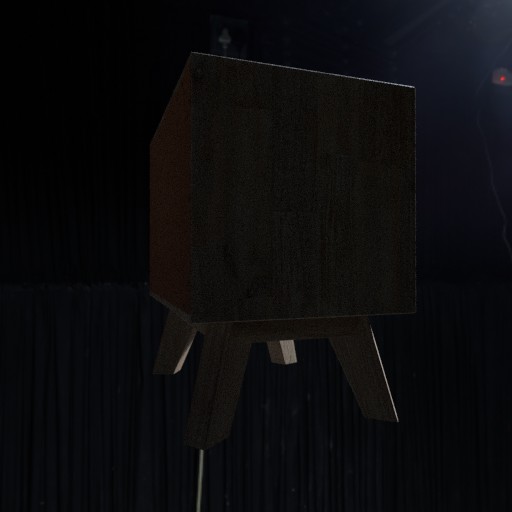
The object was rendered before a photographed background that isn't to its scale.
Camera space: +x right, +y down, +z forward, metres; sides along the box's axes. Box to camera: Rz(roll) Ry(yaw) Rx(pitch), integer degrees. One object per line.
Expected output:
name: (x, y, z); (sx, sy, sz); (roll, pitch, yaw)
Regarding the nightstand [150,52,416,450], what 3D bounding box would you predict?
nightstand: (0.000, 0.000, 0.967); (0.396, 0.589, 0.552); (0, 0, -19)
